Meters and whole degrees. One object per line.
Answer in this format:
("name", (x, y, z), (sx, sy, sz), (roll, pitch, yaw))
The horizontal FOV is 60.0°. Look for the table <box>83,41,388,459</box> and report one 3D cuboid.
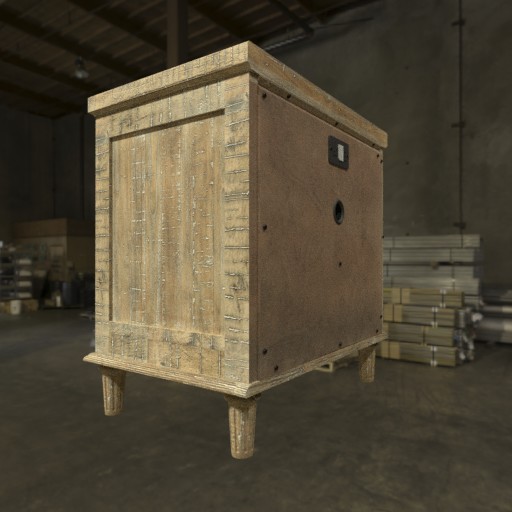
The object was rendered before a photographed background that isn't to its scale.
("table", (0.000, 0.000, 1.134), (0.457, 0.711, 0.686), (0, 0, 36))
